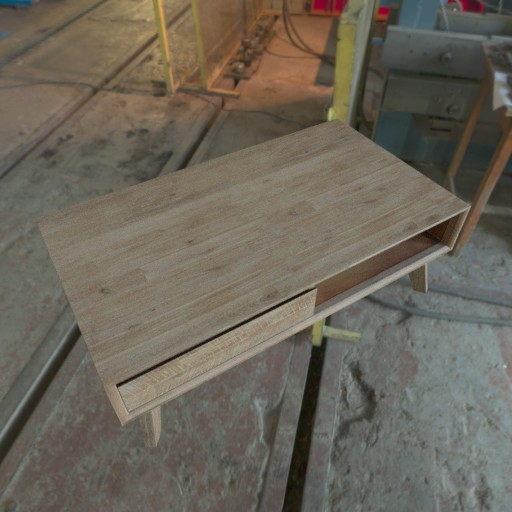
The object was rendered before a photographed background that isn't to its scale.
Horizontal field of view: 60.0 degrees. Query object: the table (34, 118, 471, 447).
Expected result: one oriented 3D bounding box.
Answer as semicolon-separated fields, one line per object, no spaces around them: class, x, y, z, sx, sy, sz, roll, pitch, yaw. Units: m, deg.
table;0.000;0.000;2.070;1.619;0.531;0.918;-24;50;-22
